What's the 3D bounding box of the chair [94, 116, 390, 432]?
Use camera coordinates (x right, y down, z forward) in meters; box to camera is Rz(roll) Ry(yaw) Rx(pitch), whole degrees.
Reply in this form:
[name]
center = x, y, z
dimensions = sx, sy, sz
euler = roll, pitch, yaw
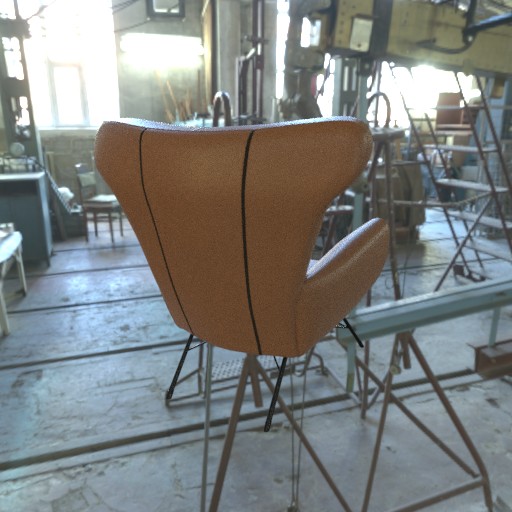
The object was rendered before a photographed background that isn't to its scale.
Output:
[chair]
center = 0.000, 0.000, 1.767
dimensions = 0.980, 1.050, 0.900
euler = 8, 18, 26
